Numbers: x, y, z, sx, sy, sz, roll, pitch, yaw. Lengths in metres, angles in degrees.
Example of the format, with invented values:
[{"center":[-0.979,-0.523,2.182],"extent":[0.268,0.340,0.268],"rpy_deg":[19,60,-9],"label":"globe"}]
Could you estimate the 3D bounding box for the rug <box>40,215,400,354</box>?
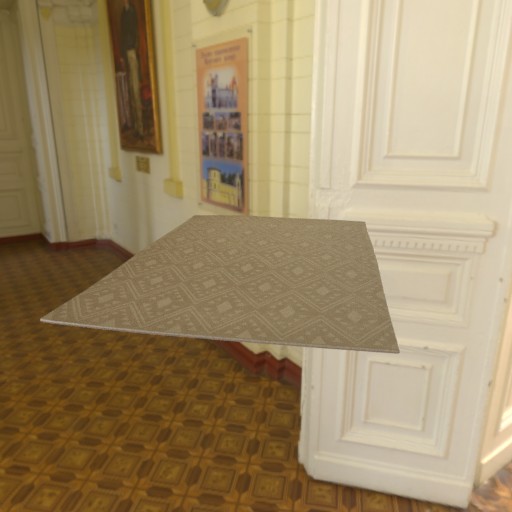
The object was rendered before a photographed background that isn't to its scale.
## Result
[{"center":[0.000,0.000,2.341],"extent":[1.252,0.034,1.829],"rpy_deg":[3,18,9],"label":"rug"}]
